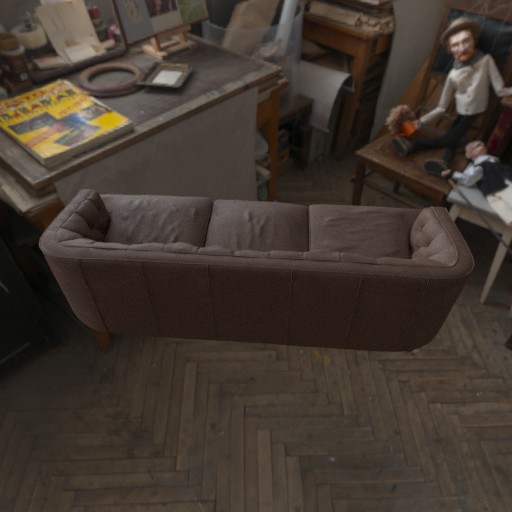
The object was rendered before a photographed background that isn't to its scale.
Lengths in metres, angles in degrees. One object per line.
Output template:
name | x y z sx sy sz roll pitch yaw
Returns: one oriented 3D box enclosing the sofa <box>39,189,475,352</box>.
sofa | 0.000 0.000 2.675 2.227 0.787 0.927 3 46 3
